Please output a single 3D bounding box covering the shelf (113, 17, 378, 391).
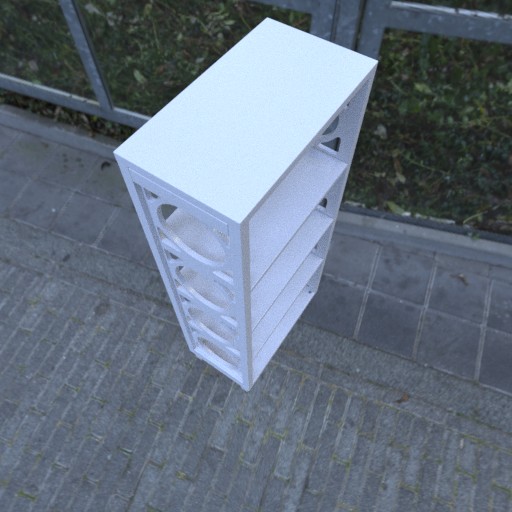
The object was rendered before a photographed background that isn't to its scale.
[{"bbox_3d":[0.000,0.000,1.651,0.340,1.411,0.611,30,64,17],"label":"shelf"}]
